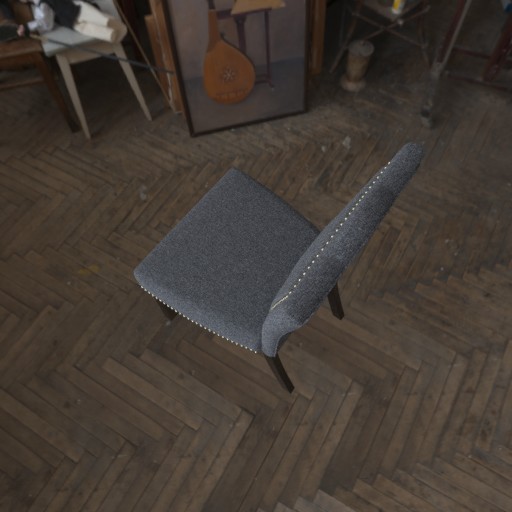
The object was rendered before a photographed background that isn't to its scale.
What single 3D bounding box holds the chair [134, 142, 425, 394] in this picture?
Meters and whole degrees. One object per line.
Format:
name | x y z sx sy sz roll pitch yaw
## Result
chair | 0.000 0.000 1.332 0.589 0.946 0.518 34 68 16
